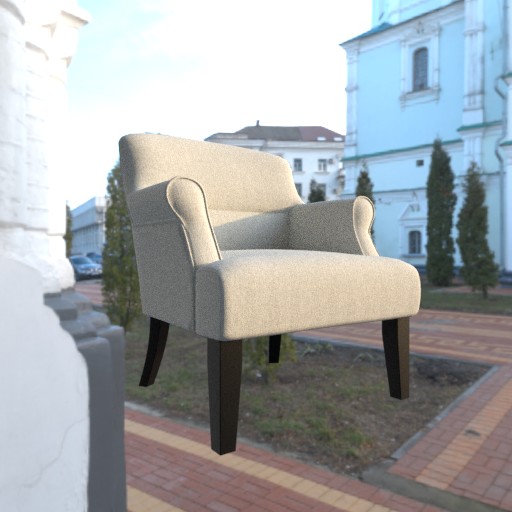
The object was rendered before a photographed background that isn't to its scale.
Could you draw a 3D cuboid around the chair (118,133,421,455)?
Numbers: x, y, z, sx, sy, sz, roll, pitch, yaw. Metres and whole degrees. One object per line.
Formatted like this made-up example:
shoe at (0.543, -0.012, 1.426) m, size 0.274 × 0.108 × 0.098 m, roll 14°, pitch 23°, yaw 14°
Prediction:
chair at (0.000, 0.000, 1.447) m, size 0.781 × 0.875 × 0.750 m, roll 0°, pitch 0°, yaw -36°
